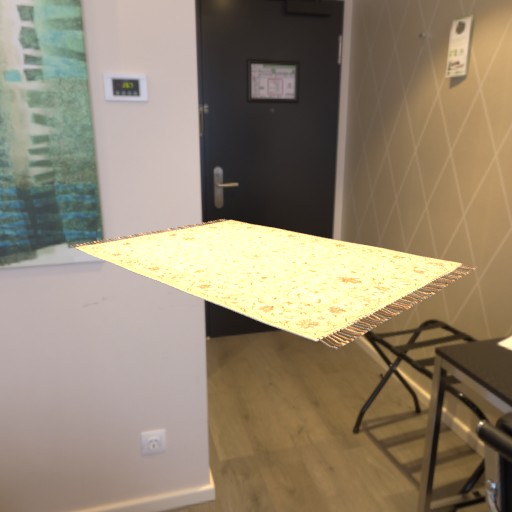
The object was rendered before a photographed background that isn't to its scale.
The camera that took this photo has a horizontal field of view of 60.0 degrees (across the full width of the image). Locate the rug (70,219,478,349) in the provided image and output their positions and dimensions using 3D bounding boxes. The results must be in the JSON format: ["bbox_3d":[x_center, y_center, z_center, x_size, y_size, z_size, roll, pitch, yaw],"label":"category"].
[{"bbox_3d":[0.000,0.000,2.369,1.861,0.017,1.218,14,21,42],"label":"rug"}]
